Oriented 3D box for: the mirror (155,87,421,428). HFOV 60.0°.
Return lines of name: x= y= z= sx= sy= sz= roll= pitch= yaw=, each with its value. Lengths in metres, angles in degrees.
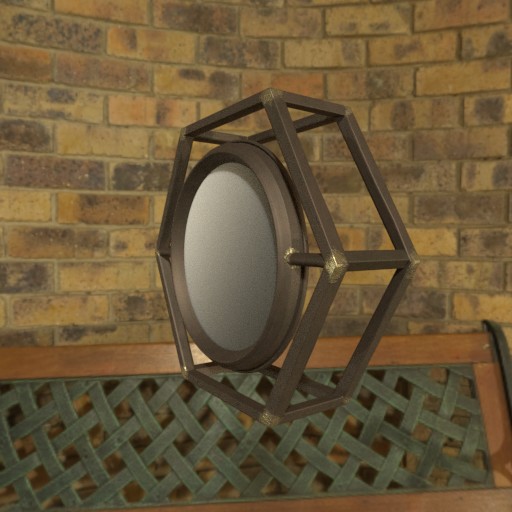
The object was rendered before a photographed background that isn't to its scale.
mirror: x=0.000 y=0.000 z=0.545 sx=0.119 sy=0.334 sz=0.380 roll=-2 pitch=3 yaw=-35
